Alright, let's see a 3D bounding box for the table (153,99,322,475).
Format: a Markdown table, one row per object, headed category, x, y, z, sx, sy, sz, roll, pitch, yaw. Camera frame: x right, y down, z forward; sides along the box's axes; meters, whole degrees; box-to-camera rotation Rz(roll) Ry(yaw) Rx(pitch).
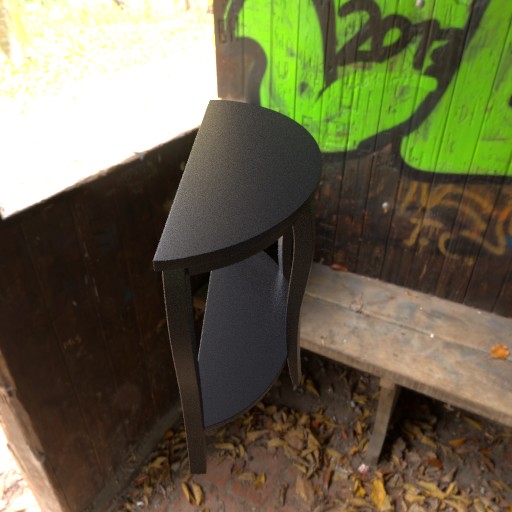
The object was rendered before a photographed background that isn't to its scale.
| category | x | y | z | sx | sy | sz | roll | pitch | yaw |
| --- | --- | --- | --- | --- | --- | --- | --- | --- | --- |
| table | 0.000 | 0.000 | 1.573 | 0.394 | 0.780 | 1.219 | 0 | 33 | 0 |
